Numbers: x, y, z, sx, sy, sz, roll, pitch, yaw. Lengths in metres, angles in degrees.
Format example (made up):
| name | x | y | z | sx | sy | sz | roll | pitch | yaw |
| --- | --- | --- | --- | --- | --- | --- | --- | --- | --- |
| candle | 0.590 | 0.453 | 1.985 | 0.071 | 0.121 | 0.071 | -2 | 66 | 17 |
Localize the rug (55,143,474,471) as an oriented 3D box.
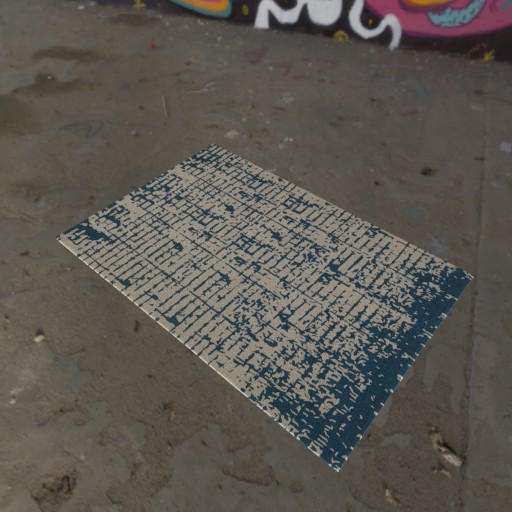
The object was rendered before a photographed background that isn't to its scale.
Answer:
| name | x | y | z | sx | sy | sz | roll | pitch | yaw |
| --- | --- | --- | --- | --- | --- | --- | --- | --- | --- |
| rug | 0.000 | 0.000 | 2.308 | 1.828 | 0.007 | 1.220 | 32 | 54 | 27 |
